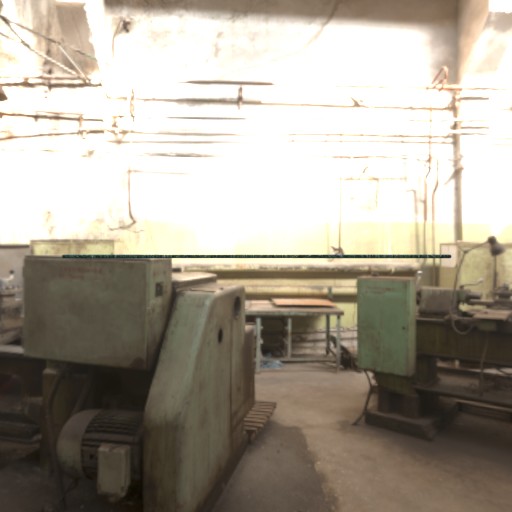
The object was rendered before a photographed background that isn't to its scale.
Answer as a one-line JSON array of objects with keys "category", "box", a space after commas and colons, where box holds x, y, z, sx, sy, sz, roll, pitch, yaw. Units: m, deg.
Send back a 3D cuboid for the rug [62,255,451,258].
[{"category": "rug", "box": [0.000, 0.000, 2.827, 1.490, 0.015, 2.277, 0, 0, 0]}]
